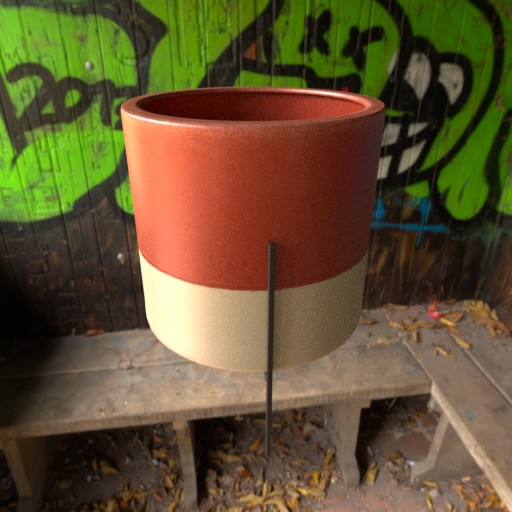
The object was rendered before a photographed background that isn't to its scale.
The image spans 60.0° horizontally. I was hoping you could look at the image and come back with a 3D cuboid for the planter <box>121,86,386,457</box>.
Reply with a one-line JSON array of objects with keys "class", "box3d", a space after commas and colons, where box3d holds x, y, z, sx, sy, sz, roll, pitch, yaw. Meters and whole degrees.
[{"class": "planter", "box3d": [0.000, 0.000, 0.695, 0.354, 0.465, 0.345, -19, 32, -32]}]
